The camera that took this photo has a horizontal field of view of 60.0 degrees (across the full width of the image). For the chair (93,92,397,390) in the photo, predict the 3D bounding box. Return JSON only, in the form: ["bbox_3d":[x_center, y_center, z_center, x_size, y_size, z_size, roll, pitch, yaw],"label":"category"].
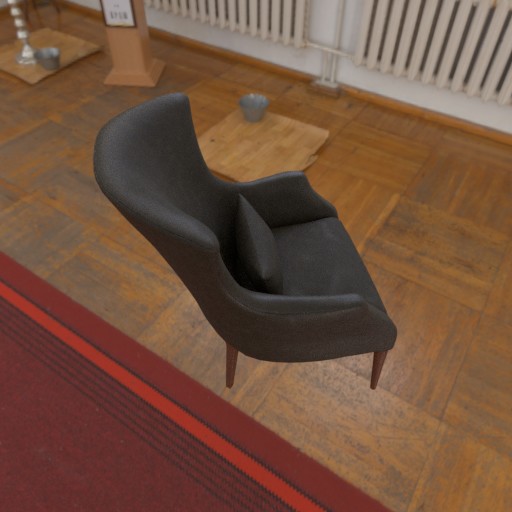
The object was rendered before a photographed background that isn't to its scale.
[{"bbox_3d":[0.000,0.000,1.716,0.954,1.068,0.819,-8,47,-8],"label":"chair"}]
